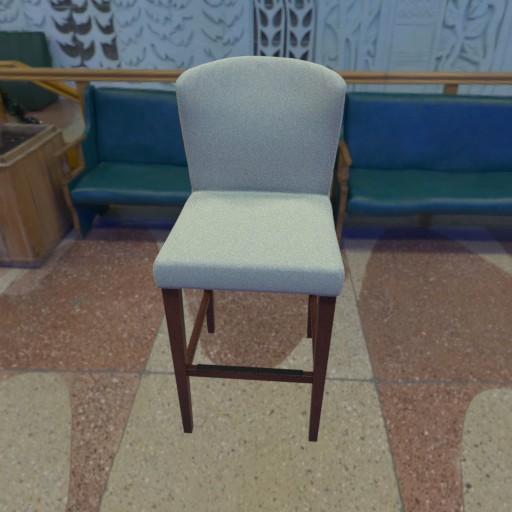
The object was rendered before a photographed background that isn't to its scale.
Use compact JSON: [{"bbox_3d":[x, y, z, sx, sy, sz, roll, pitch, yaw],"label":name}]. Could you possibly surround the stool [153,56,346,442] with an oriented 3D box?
[{"bbox_3d":[0.000,0.000,1.372,0.479,1.069,0.568,2,32,4],"label":"stool"}]
